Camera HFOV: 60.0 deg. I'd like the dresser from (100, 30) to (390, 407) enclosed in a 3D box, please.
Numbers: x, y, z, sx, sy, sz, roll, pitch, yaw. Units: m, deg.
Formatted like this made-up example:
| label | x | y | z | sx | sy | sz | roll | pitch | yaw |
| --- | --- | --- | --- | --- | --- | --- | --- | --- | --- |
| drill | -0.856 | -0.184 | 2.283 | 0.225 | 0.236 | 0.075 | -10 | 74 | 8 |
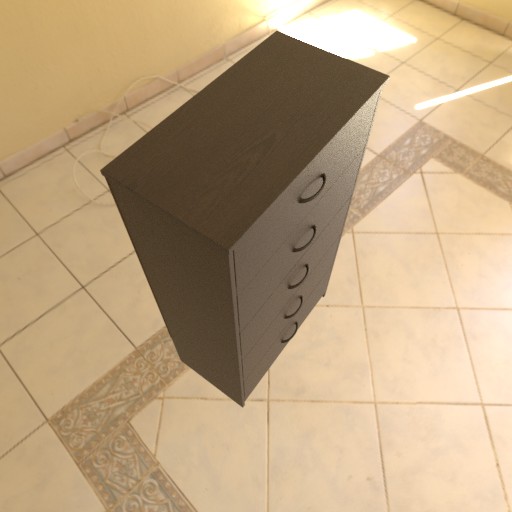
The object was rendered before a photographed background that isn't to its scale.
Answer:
| label | x | y | z | sx | sy | sz | roll | pitch | yaw |
| --- | --- | --- | --- | --- | --- | --- | --- | --- | --- |
| dresser | 0.000 | 0.000 | 1.626 | 0.418 | 1.254 | 0.704 | 32 | 62 | 19 |
